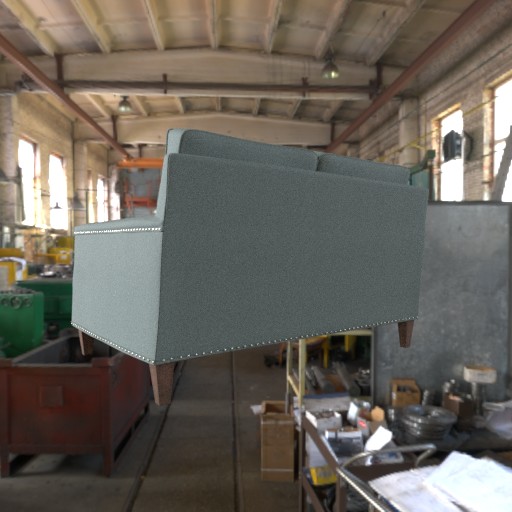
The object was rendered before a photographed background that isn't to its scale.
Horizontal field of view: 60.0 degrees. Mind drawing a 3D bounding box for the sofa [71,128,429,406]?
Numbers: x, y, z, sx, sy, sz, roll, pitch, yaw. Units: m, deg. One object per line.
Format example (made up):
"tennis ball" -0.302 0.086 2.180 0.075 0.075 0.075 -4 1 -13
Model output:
"sofa" 0.000 0.000 2.314 1.597 1.003 1.084 -1 2 -37
